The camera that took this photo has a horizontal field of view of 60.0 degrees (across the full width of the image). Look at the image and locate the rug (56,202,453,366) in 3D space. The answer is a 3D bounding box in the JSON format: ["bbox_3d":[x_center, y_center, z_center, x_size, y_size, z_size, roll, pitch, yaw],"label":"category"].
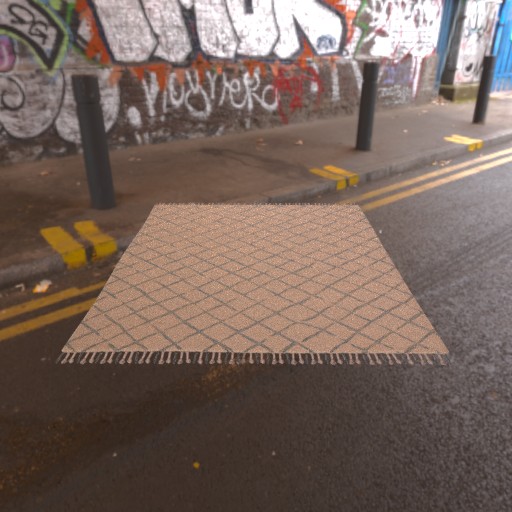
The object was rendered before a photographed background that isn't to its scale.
[{"bbox_3d":[0.000,0.000,4.786,2.892,0.036,3.585,0,26,0],"label":"rug"}]
